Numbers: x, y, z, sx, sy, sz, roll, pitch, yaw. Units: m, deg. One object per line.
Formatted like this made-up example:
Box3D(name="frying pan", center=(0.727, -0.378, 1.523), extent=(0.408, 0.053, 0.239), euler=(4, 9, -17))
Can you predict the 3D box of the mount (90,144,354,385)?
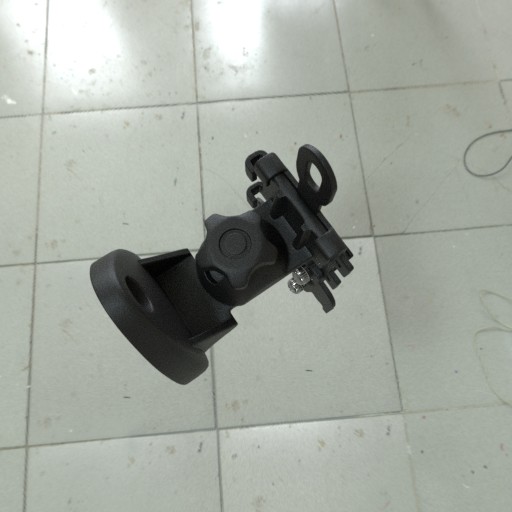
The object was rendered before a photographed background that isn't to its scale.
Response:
Box3D(name="mount", center=(0.000, 0.000, 0.177), extent=(0.100, 0.118, 0.066), euler=(-33, 77, -9))
